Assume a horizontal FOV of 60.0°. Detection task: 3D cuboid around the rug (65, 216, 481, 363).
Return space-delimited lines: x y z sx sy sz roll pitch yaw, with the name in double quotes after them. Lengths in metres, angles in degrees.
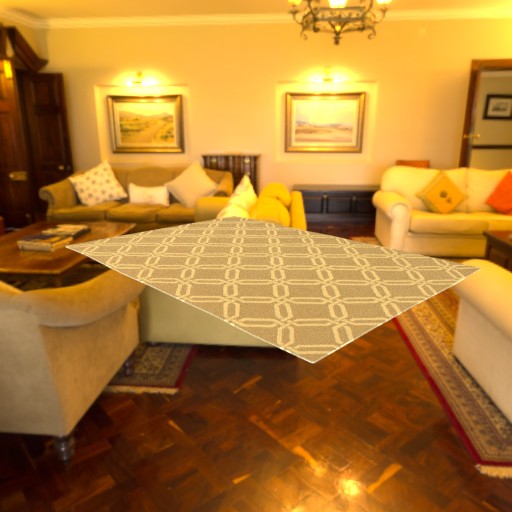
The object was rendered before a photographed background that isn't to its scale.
0.000 0.000 2.744 1.524 0.013 2.135 -15 22 -42 "rug"
